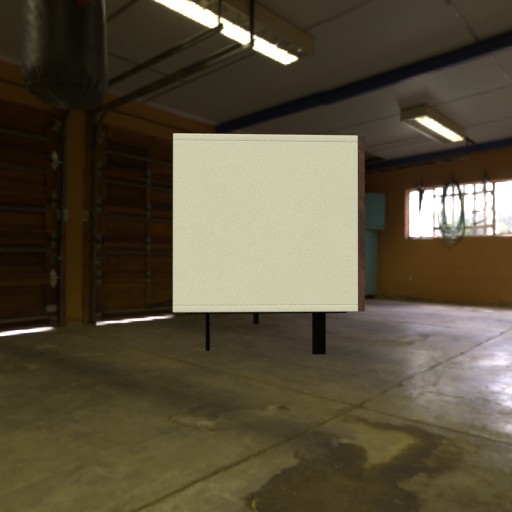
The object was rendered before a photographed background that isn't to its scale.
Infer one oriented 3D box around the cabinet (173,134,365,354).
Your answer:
[{"bbox_3d":[0.000,0.000,1.741,0.431,0.533,1.499,0,0,-2],"label":"cabinet"}]
